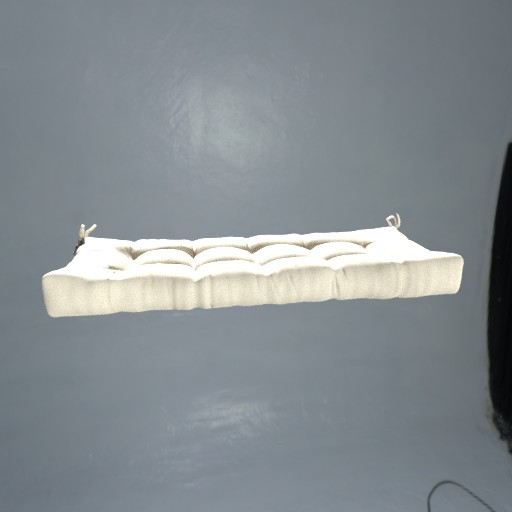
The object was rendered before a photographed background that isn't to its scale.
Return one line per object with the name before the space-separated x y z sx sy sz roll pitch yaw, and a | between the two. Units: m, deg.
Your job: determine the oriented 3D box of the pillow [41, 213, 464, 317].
pillow | 0.000 0.000 1.392 1.194 0.174 0.511 -2 17 -8
